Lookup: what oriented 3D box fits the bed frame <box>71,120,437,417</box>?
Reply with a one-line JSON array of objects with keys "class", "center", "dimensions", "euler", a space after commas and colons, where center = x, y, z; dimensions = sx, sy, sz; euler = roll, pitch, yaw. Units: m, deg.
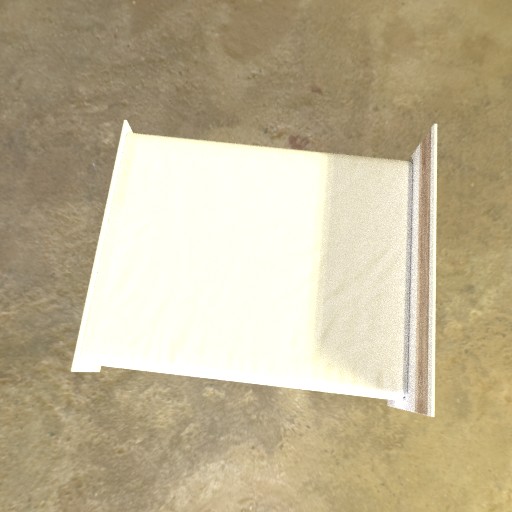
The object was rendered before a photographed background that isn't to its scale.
[{"class": "bed frame", "center": [0.000, 0.000, 2.937], "dimensions": [2.060, 0.800, 1.720], "euler": [6, 75, 2]}]
